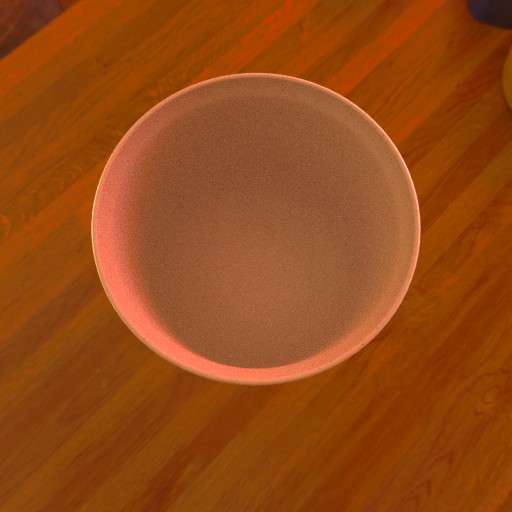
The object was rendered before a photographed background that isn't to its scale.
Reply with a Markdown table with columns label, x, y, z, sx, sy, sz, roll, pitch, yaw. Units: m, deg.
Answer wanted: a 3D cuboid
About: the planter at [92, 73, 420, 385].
| label | x | y | z | sx | sy | sz | roll | pitch | yaw |
| --- | --- | --- | --- | --- | --- | --- | --- | --- | --- |
| planter | 0.000 | 0.000 | 0.488 | 0.268 | 0.270 | 0.268 | 0 | 76 | 0 |
